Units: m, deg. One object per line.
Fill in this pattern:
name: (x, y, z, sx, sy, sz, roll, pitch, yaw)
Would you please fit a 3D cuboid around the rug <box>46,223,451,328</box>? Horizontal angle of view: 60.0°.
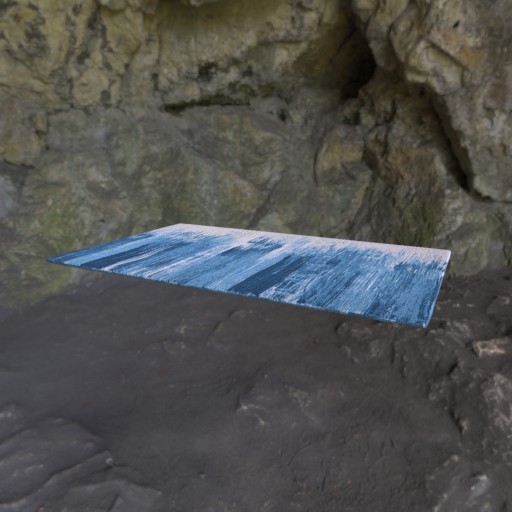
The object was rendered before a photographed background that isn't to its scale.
rug: (0.000, 0.000, 3.123, 2.450, 0.027, 1.540, 7, 16, 26)
